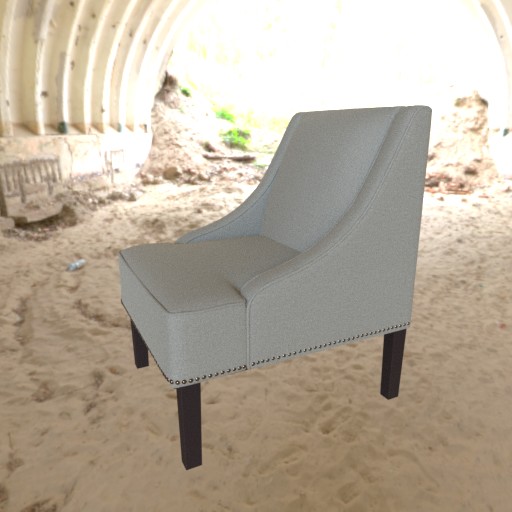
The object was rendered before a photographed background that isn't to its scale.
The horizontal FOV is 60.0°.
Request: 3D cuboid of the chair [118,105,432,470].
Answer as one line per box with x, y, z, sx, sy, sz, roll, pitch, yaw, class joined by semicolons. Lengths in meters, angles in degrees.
0.000;0.000;1.350;0.737;0.864;0.610;-8;18;-26;chair
